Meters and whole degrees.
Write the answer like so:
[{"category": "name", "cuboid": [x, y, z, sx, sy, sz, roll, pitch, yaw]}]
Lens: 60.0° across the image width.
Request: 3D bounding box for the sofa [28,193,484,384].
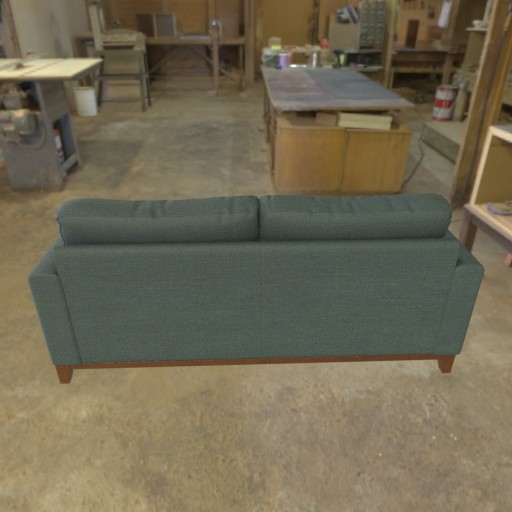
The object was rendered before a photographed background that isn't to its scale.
[{"category": "sofa", "cuboid": [0.000, 0.000, 2.284, 1.900, 0.865, 0.877, -1, 29, -2]}]
